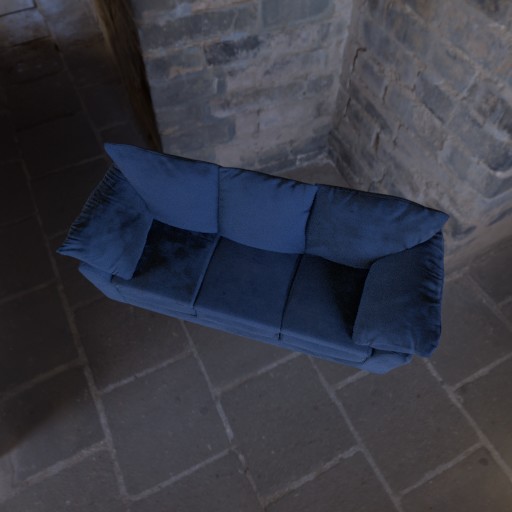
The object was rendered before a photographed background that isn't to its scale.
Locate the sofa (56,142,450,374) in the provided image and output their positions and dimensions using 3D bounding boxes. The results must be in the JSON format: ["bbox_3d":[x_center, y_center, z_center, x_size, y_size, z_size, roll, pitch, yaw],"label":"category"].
[{"bbox_3d":[0.000,0.000,2.986,2.390,1.091,0.907,14,59,9],"label":"sofa"}]
